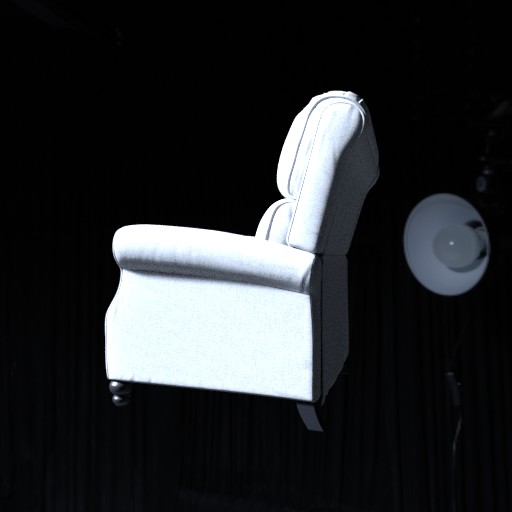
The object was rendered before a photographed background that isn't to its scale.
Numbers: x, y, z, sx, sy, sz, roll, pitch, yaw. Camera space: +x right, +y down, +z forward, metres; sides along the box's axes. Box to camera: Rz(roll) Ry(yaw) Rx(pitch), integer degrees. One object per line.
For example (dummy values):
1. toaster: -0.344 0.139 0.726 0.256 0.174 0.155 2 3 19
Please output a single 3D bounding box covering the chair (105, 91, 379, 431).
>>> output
1. chair: 0.000 0.000 1.765 0.919 1.046 0.859 0 0 18
